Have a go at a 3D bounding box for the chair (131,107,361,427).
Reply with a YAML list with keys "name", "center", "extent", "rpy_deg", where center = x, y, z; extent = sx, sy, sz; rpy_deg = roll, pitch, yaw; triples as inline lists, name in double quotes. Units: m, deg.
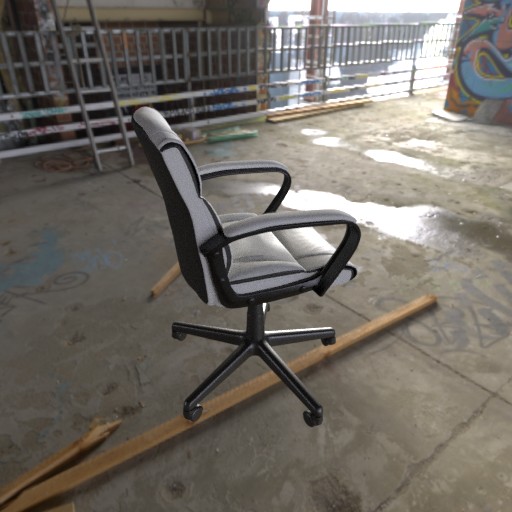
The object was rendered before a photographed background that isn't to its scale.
- name: "chair"
  center: [0.000, 0.000, 1.542]
  extent: [0.717, 1.004, 0.739]
  rpy_deg: [-9, 30, -16]
